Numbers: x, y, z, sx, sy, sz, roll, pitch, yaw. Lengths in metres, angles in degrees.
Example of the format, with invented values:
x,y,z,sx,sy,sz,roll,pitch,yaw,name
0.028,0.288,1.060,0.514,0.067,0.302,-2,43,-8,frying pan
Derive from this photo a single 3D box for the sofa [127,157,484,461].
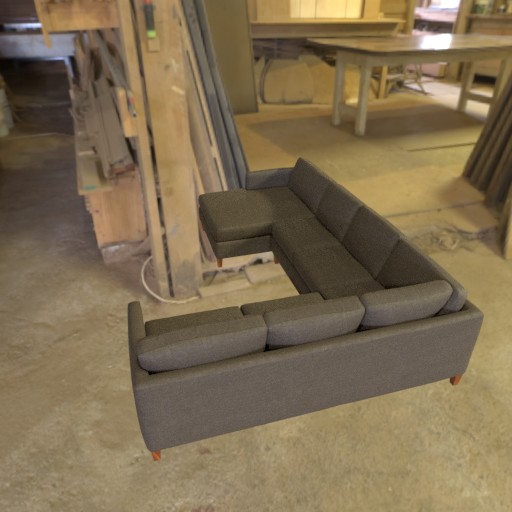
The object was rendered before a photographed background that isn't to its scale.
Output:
x,y,z,sx,sy,sz,roll,pitch,yaw,name
0.000,0.000,4.517,2.594,0.961,3.460,-9,32,-14,sofa
